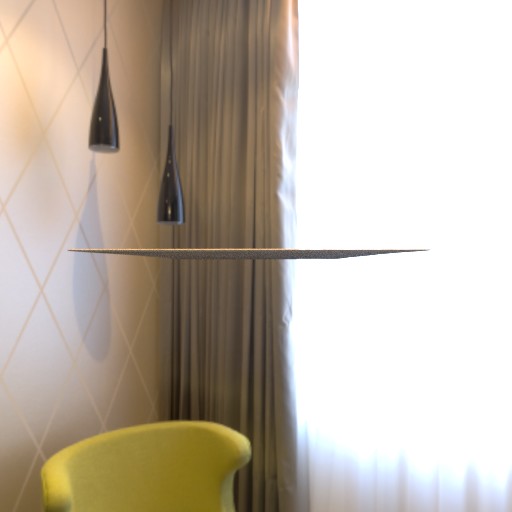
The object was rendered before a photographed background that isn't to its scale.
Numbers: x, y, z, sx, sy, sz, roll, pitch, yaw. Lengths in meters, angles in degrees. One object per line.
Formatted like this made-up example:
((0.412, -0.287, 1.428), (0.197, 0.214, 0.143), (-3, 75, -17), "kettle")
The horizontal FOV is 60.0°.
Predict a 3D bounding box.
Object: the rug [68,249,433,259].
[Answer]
((0.000, 0.000, 3.049), (1.529, 0.012, 2.435), (0, -1, 2), "rug")
